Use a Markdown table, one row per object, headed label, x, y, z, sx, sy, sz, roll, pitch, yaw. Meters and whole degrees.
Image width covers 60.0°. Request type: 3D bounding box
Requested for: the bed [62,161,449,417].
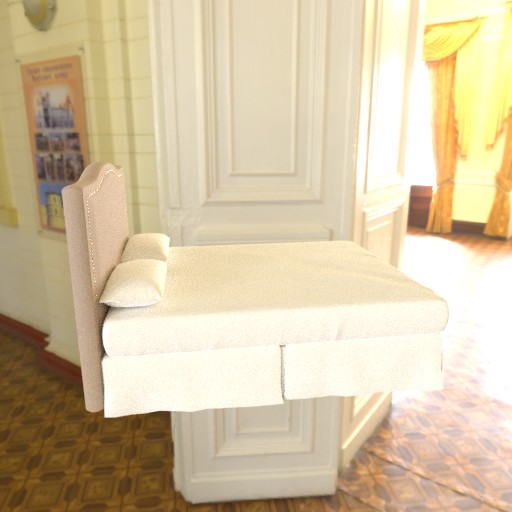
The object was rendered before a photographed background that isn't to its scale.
| label | x | y | z | sx | sy | sz | roll | pitch | yaw |
| --- | --- | --- | --- | --- | --- | --- | --- | --- | --- |
| bed | 0.000 | 0.000 | 3.395 | 2.282 | 1.436 | 1.821 | -2 | 15 | -9 |
